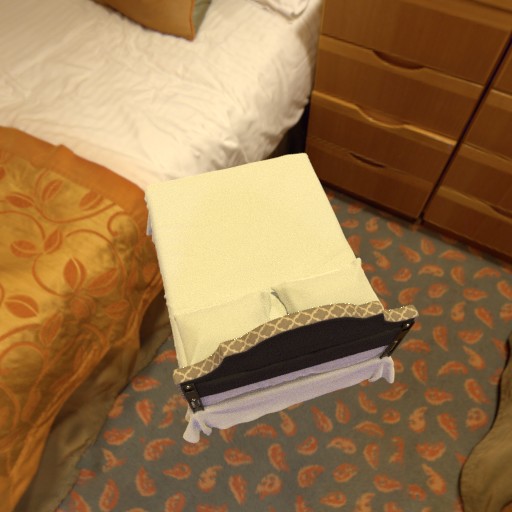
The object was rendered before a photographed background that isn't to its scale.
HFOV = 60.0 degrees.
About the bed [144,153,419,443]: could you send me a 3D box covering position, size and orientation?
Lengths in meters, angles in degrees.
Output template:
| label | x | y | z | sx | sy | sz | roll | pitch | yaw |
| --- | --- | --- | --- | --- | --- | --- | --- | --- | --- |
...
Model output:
| label | x | y | z | sx | sy | sz | roll | pitch | yaw |
| --- | --- | --- | --- | --- | --- | --- | --- | --- | --- |
| bed | 0.000 | 0.000 | 3.557 | 1.780 | 1.633 | 2.222 | -14 | 59 | -8 |
